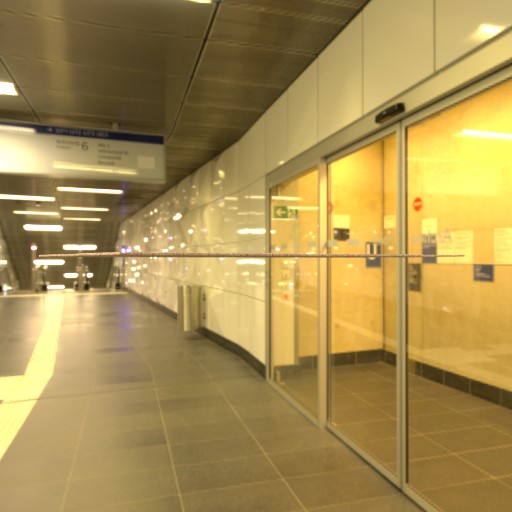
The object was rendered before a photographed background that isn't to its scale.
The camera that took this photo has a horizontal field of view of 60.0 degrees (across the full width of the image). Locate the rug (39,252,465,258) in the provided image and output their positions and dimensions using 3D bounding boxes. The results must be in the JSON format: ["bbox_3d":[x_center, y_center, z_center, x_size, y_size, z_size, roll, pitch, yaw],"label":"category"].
[{"bbox_3d":[0.000,0.000,2.298,1.840,0.013,1.225,0,-1,-36],"label":"rug"}]
